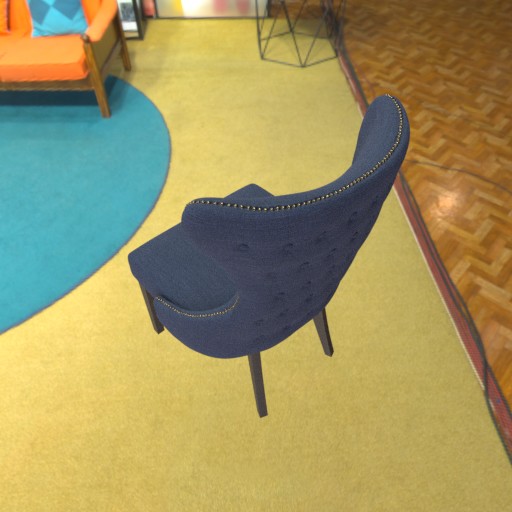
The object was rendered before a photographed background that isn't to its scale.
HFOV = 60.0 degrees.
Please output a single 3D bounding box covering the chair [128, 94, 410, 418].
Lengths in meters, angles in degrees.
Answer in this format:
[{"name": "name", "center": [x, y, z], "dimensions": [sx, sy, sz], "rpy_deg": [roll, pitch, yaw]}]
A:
[{"name": "chair", "center": [0.000, 0.000, 1.331], "dimensions": [0.628, 0.967, 0.635], "rpy_deg": [-34, 56, -27]}]
